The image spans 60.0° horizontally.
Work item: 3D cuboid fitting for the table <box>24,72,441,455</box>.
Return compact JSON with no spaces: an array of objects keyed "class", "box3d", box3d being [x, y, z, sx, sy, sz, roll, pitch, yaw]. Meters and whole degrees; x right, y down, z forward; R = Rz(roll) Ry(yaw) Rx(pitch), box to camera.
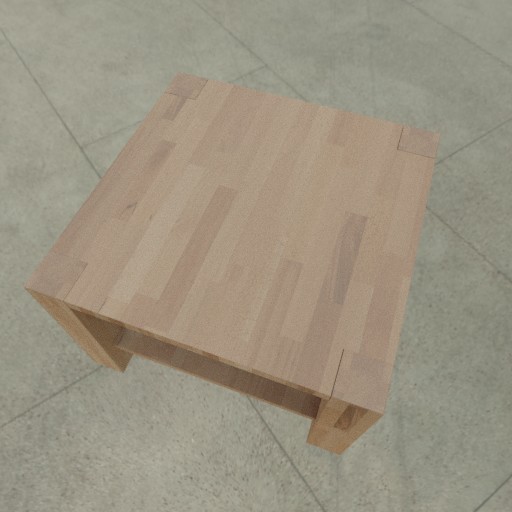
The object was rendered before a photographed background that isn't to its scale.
[{"class":"table","box3d":[0.000,0.000,1.155,0.700,0.451,0.700,17,60,10]}]
